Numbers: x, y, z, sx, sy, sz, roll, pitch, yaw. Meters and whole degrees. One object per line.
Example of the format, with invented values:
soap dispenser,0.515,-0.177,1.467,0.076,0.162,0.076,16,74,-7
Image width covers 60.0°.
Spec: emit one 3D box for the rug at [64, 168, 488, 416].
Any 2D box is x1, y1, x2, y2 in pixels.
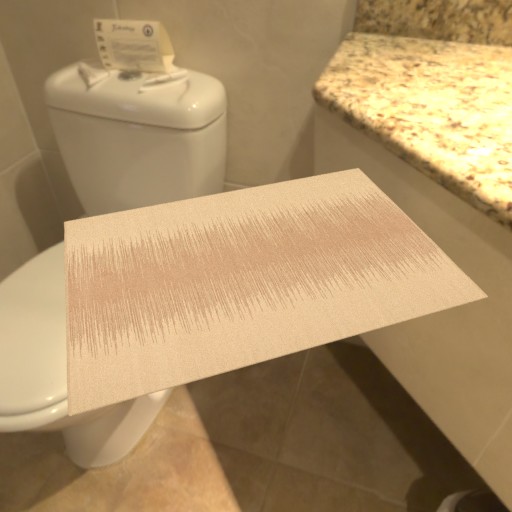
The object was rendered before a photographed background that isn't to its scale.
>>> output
rug,0.000,0.000,2.257,1.850,0.006,1.234,-13,43,-14
